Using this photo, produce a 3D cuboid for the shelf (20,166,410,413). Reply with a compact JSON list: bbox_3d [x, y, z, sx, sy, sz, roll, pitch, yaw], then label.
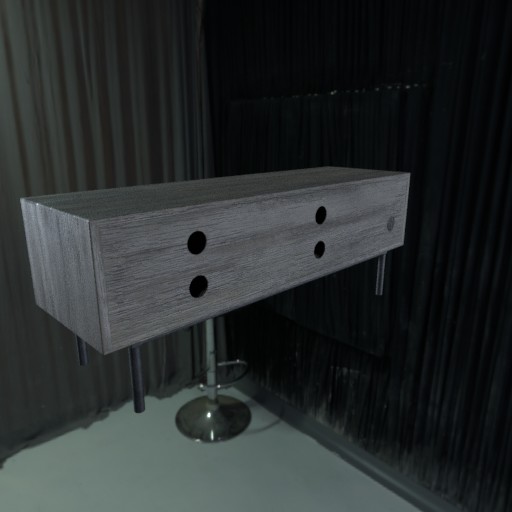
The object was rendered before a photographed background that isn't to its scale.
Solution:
[{"bbox_3d":[0.000,0.000,1.500,1.300,0.495,0.400,-15,22,-42],"label":"shelf"}]
